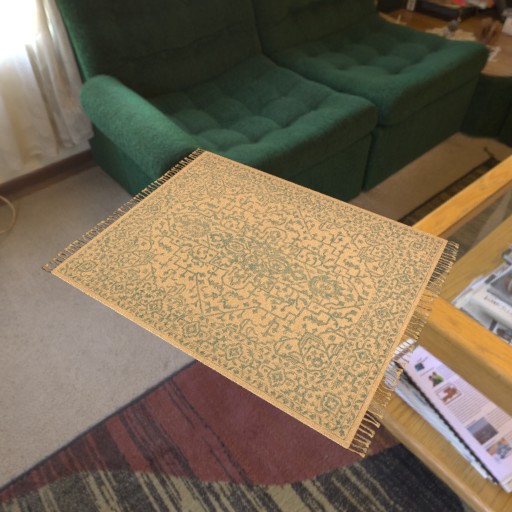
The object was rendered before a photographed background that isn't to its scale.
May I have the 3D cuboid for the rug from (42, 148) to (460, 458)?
[{"bbox_3d":[0.000,0.000,4.333,3.327,0.010,2.464,25,51,22],"label":"rug"}]
